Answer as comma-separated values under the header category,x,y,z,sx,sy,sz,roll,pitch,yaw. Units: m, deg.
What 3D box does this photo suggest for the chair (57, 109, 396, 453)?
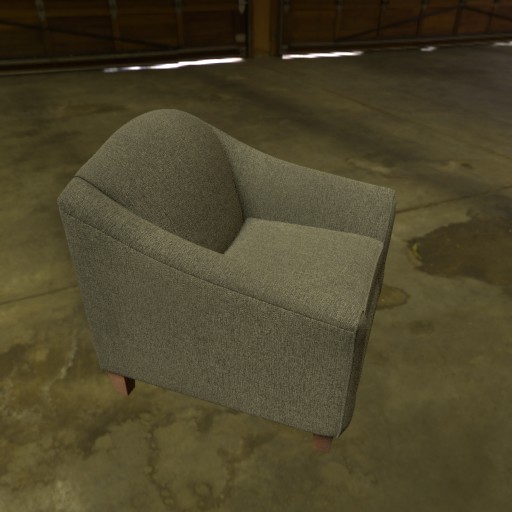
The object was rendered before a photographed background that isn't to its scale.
category,x,y,z,sx,sy,sz,roll,pitch,yaw
chair,0.000,0.000,1.424,0.787,0.839,0.763,11,34,17
